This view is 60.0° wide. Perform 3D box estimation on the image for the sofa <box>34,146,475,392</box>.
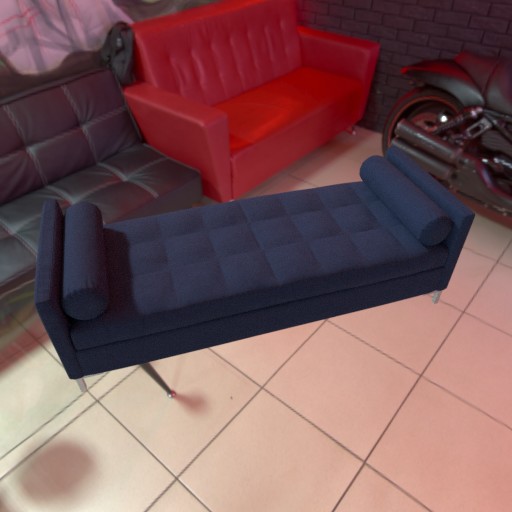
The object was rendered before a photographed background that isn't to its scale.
[{"bbox_3d":[0.000,0.000,2.463,2.102,0.657,0.797,-11,42,-13],"label":"sofa"}]
